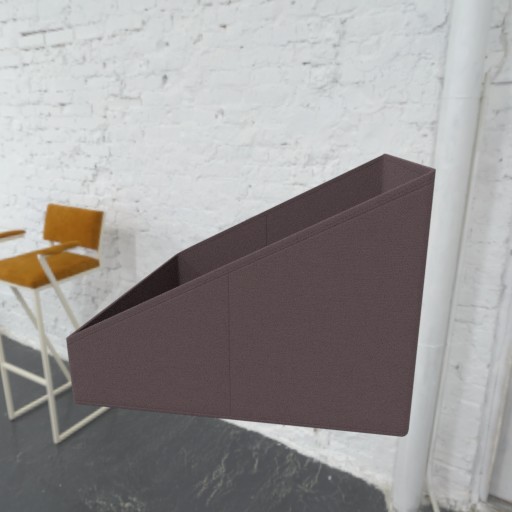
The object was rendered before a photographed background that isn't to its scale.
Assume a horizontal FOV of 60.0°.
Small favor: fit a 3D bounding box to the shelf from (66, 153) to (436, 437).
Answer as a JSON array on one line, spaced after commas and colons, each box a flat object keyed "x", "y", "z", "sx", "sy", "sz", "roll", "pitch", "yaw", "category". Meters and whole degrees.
[{"x": 0.000, "y": 0.000, "z": 0.483, "sx": 0.292, "sy": 0.210, "sz": 0.292, "roll": 2, "pitch": 15, "yaw": 9, "category": "shelf"}]
